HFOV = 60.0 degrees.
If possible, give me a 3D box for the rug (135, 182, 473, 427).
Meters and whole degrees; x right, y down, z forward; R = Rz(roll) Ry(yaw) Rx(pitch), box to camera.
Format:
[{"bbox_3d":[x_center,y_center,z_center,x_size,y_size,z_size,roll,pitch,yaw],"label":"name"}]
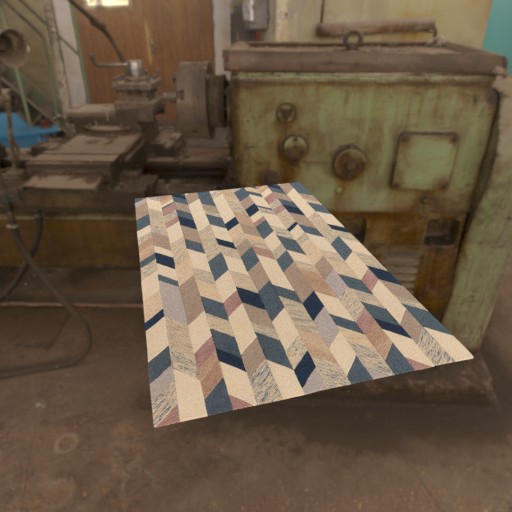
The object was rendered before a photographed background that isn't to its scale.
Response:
[{"bbox_3d":[0.000,0.000,2.959,1.513,0.008,2.423,-8,31,-13],"label":"rug"}]
